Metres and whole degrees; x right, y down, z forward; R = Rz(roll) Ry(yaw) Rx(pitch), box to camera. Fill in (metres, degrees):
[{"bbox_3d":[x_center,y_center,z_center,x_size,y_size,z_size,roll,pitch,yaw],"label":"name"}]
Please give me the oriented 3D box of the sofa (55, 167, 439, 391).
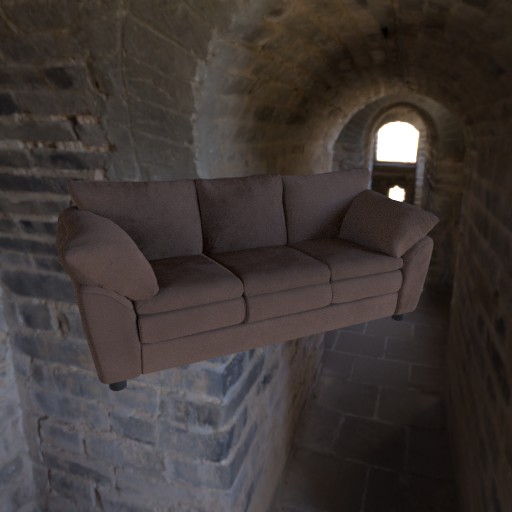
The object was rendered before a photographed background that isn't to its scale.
[{"bbox_3d":[0.000,0.000,2.853,2.336,1.015,0.878,-8,17,-26],"label":"sofa"}]
